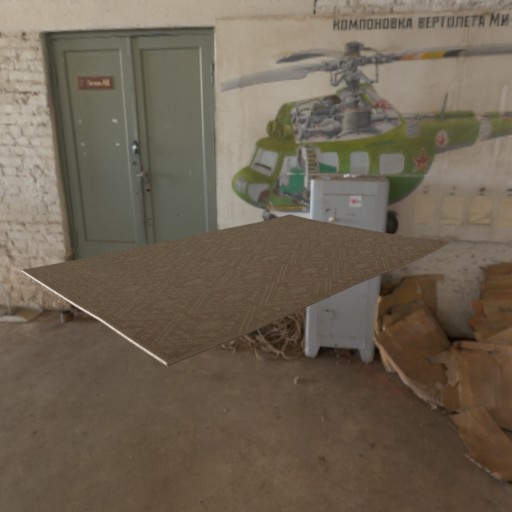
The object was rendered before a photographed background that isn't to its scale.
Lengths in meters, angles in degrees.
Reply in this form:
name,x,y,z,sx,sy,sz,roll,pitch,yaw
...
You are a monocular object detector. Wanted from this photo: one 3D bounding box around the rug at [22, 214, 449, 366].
name,x,y,z,sx,sy,sz,roll,pitch,yaw
rug,0.000,0.000,2.941,2.430,0.053,1.553,-15,22,-42
